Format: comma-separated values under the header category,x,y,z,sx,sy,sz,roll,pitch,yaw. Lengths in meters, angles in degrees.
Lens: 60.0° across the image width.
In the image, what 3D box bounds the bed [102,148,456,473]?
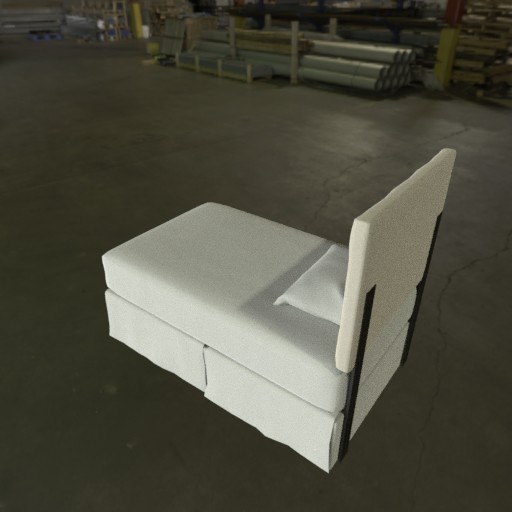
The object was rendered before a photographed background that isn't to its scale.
category,x,y,z,sx,sy,sz,roll,pitch,yaw
bed,0.000,0.000,2.996,1.997,1.571,1.261,21,37,31
